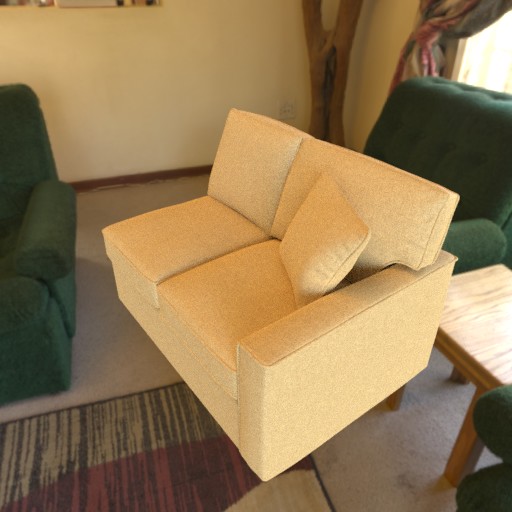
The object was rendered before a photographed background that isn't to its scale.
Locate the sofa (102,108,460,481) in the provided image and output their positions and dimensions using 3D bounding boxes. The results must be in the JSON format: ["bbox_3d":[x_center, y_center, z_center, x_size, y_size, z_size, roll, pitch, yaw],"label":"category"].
[{"bbox_3d":[0.000,0.000,2.038,0.991,0.989,1.388,-21,38,-30],"label":"sofa"}]
